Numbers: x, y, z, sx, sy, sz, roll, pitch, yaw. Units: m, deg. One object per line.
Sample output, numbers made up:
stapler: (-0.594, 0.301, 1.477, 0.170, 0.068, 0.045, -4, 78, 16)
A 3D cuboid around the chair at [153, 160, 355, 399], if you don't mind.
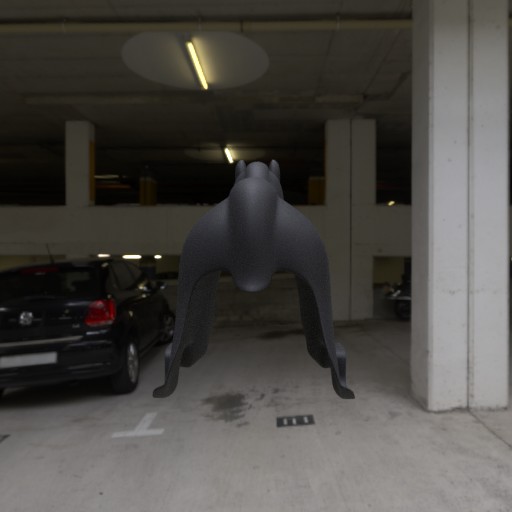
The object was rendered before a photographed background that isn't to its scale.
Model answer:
chair: (0.000, 0.000, 1.155, 0.429, 0.612, 0.800, 0, 0, 1)
